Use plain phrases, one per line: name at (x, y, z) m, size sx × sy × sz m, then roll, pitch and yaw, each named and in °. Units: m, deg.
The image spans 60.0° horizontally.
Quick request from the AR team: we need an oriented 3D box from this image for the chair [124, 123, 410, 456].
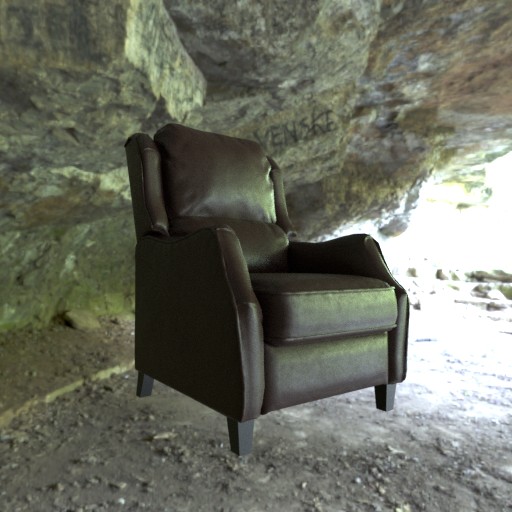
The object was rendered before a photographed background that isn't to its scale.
chair at (0.000, 0.000, 1.749) m, size 0.770 × 1.132 × 0.982 m, roll 1°, pitch -2°, yaw -36°
